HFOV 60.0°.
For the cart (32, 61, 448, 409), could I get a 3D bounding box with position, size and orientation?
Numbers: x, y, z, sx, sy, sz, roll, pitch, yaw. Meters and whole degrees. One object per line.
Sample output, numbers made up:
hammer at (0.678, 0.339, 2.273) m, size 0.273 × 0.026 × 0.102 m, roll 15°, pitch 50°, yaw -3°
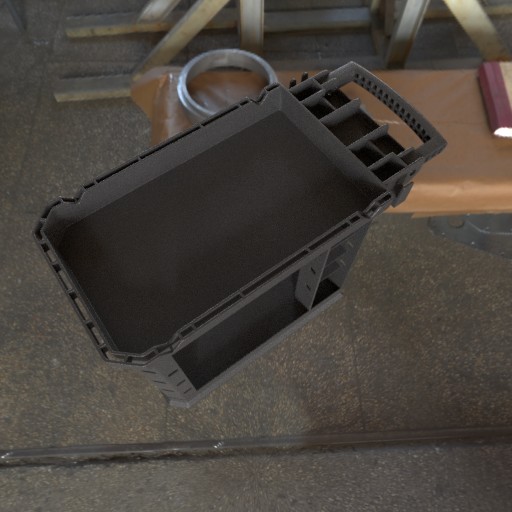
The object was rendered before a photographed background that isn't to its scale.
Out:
cart at (0.000, 0.000, 1.529) m, size 1.061 × 0.884 × 0.497 m, roll -33°, pitch 68°, yaw -15°
